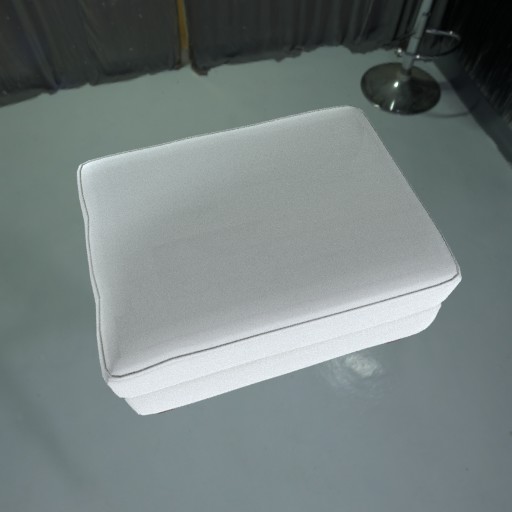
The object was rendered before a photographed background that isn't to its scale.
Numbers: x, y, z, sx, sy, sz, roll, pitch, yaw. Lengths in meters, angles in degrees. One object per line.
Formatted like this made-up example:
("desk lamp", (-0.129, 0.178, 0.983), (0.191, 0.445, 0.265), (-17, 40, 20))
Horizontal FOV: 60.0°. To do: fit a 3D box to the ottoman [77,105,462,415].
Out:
("ottoman", (0.000, 0.000, 1.226), (0.818, 0.479, 0.634), (-15, 60, -9))
